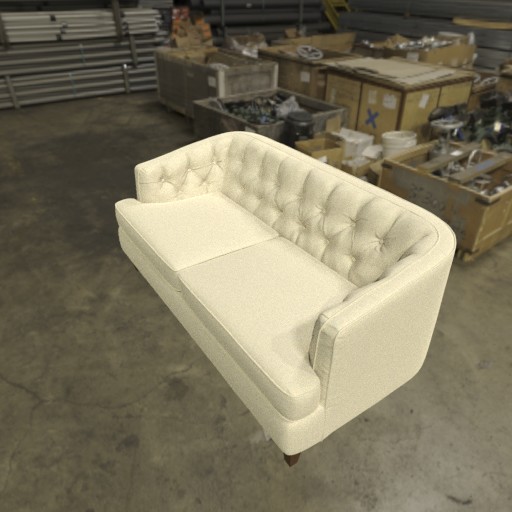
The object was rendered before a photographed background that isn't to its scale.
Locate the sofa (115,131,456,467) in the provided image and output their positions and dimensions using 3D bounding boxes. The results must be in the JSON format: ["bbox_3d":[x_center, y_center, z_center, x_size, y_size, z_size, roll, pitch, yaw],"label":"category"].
[{"bbox_3d":[0.000,0.000,2.245,0.941,0.855,1.733,-20,37,-28],"label":"sofa"}]
